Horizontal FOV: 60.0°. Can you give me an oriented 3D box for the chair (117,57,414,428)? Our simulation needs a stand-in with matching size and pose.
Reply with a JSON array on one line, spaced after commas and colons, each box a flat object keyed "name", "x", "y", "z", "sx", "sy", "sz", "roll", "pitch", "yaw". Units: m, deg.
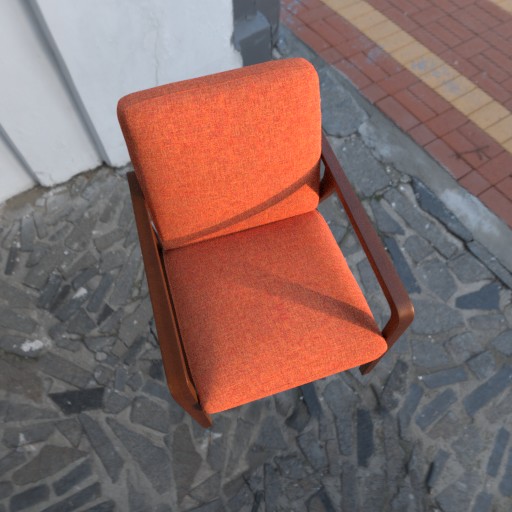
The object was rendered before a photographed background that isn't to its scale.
[{"name": "chair", "x": 0.000, "y": 0.000, "z": 1.491, "sx": 0.719, "sy": 0.890, "sz": 0.860, "roll": -16, "pitch": 64, "yaw": -8}]
